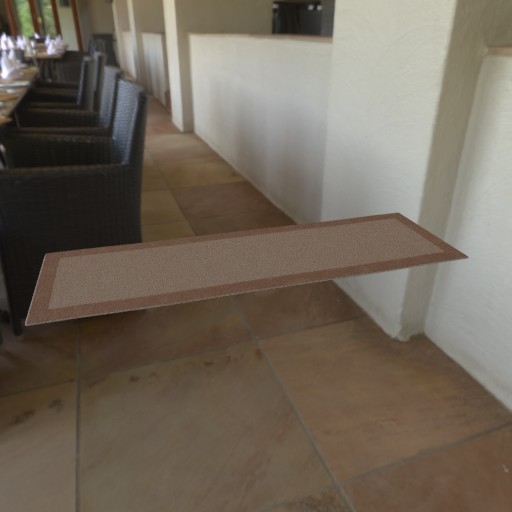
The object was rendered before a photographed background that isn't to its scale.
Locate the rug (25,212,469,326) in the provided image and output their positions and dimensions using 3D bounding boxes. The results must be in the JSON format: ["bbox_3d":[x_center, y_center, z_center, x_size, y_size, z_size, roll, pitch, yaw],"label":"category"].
[{"bbox_3d":[0.000,0.000,2.657,2.430,0.012,0.767,-8,28,-14],"label":"rug"}]
